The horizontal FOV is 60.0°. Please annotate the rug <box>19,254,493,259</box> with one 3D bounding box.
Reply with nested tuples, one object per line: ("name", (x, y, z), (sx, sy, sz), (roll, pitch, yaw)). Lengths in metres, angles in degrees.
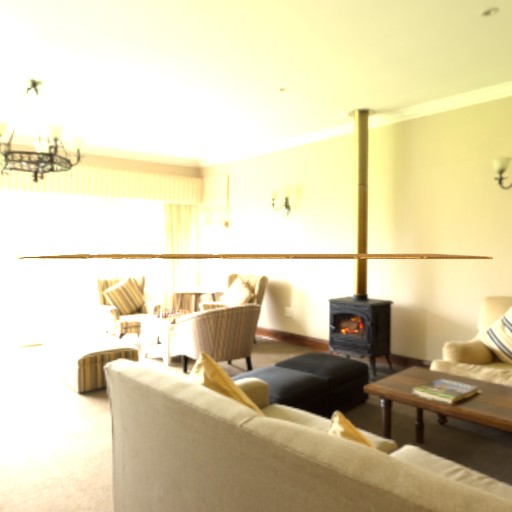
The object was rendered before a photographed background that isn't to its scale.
("rug", (0.000, 0.000, 2.686), (2.464, 0.012, 0.773), (0, 1, 0))
